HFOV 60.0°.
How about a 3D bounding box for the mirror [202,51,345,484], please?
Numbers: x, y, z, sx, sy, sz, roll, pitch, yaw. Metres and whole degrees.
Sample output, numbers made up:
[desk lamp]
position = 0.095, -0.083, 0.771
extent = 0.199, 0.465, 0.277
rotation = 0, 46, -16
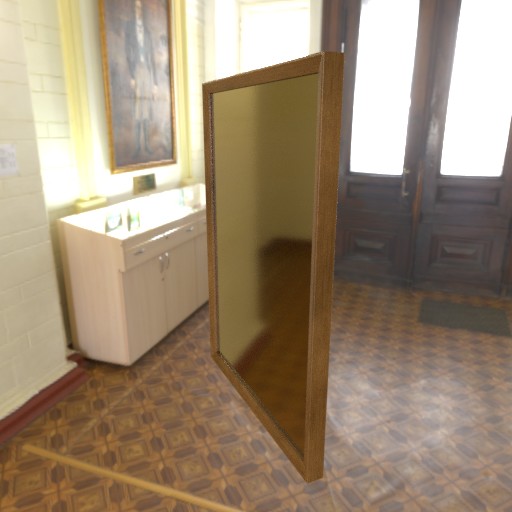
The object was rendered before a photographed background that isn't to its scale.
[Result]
[mirror]
position = 0.000, 0.000, 0.921
extent = 0.039, 0.711, 0.508
rotation = -8, 18, -24
